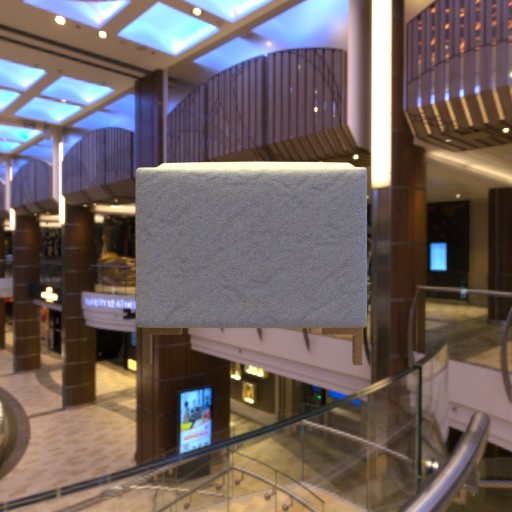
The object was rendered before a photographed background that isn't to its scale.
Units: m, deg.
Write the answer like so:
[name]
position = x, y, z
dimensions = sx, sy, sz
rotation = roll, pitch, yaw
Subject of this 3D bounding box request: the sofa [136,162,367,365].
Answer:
[sofa]
position = 0.000, 0.000, 2.494
dimensions = 0.796, 0.705, 2.102
rotation = 0, 1, 1
